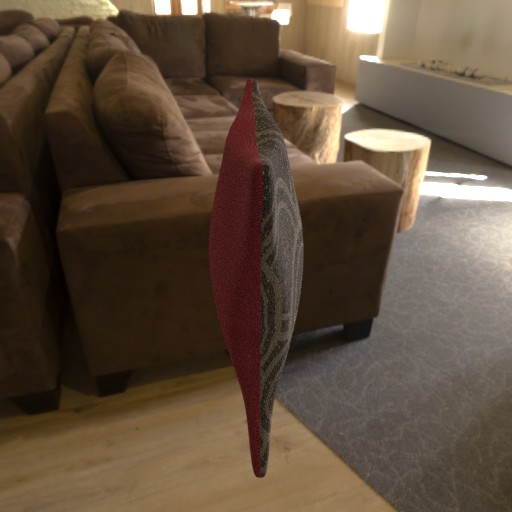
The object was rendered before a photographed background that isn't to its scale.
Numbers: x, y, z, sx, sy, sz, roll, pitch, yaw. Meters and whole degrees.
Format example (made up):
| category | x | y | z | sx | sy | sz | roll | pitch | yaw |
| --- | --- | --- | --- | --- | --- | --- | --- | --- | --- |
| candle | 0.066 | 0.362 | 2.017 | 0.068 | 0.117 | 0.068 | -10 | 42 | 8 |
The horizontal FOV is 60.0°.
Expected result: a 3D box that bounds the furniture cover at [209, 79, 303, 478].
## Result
| category | x | y | z | sx | sy | sz | roll | pitch | yaw |
| --- | --- | --- | --- | --- | --- | --- | --- | --- | --- |
| furniture cover | 0.000 | 0.000 | 0.786 | 0.163 | 0.513 | 0.514 | -1 | 31 | -1 |
